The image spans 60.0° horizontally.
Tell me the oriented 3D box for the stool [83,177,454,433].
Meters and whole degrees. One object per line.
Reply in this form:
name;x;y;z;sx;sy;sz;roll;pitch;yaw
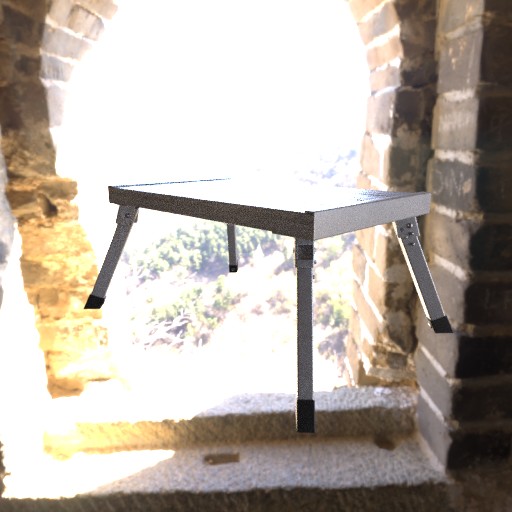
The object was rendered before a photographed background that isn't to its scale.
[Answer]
stool;0.000;0.000;0.742;0.385;0.225;0.535;-14;19;-43
